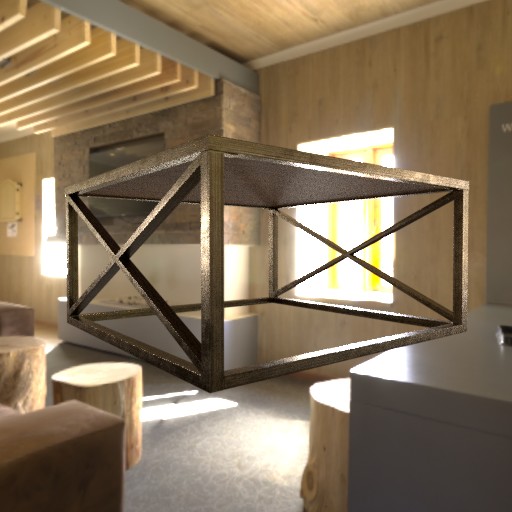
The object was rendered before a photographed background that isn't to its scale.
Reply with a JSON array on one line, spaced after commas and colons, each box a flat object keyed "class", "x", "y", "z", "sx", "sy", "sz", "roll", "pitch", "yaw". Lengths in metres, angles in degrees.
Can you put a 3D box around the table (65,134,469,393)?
[{"class": "table", "x": 0.000, "y": 0.000, "z": 1.400, "sx": 0.909, "sy": 0.451, "sz": 0.899, "roll": -1, "pitch": 2, "yaw": -38}]
